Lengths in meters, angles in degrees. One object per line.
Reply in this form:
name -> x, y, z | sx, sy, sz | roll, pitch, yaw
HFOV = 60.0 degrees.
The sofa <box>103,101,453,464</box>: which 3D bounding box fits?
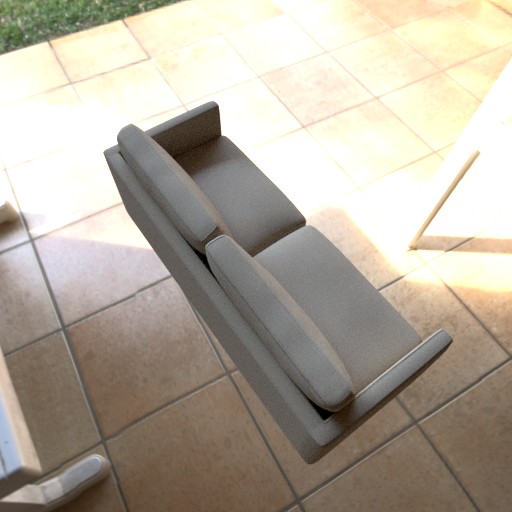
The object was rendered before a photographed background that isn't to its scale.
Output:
sofa -> 0.000, 0.000, 2.912 | 0.951, 0.968, 2.361 | -32, 63, -18
